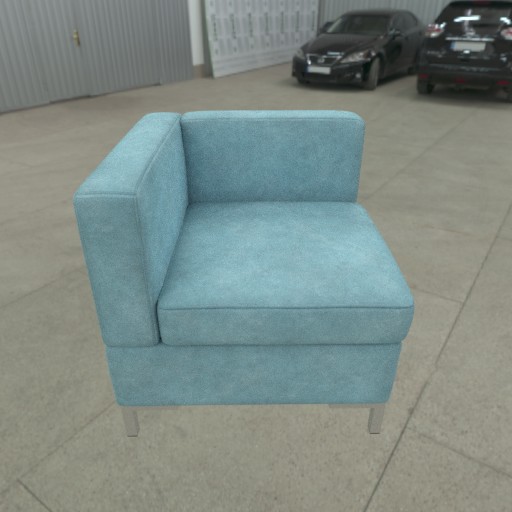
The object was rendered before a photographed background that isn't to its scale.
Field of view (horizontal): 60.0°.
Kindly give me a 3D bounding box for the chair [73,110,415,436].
[{"bbox_3d":[0.000,0.000,1.223,0.684,0.660,0.691,0,30,-1],"label":"chair"}]
